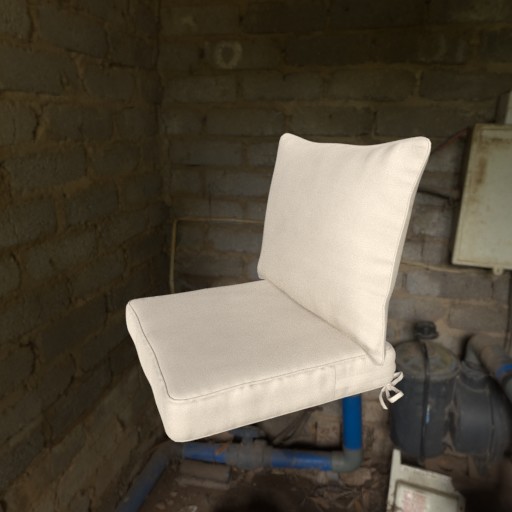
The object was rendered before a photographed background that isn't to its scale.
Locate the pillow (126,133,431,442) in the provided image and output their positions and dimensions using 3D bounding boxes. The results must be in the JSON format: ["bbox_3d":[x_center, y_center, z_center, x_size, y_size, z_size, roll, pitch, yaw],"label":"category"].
[{"bbox_3d":[0.000,0.000,1.359,0.733,0.716,0.798,-7,18,-23],"label":"pillow"}]
